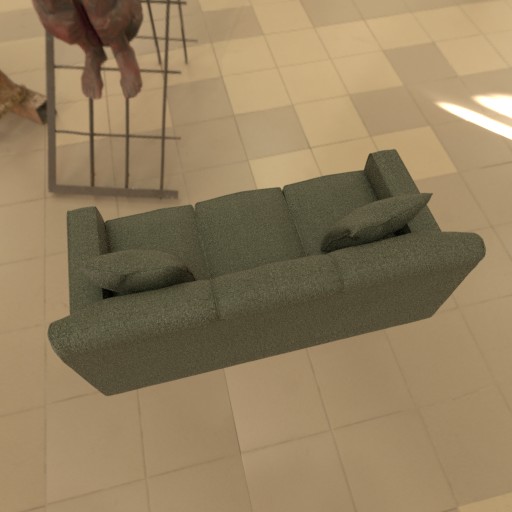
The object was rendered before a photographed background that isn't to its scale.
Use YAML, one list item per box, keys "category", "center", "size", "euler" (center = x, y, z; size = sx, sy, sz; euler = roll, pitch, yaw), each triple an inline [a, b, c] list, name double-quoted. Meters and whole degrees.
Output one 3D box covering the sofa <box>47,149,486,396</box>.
- category: "sofa"
  center: [0.000, 0.000, 2.547]
  size: [2.024, 0.958, 0.997]
  euler: [-12, 60, -7]
